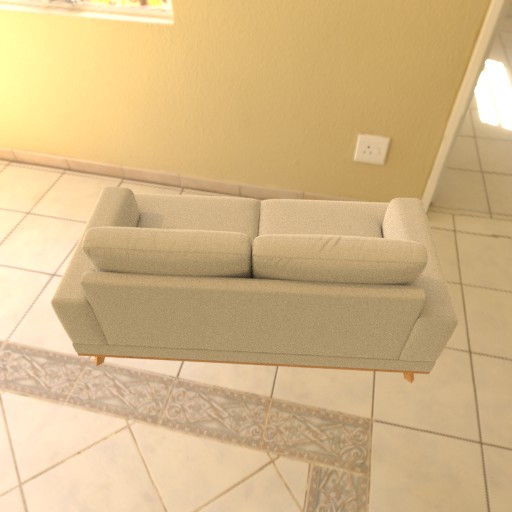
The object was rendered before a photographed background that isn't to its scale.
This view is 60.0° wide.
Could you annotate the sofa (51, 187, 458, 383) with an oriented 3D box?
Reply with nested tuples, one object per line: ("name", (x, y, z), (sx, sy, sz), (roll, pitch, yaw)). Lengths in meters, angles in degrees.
("sofa", (0.000, 0.000, 2.128), (1.651, 0.810, 0.915), (2, 47, 2))
